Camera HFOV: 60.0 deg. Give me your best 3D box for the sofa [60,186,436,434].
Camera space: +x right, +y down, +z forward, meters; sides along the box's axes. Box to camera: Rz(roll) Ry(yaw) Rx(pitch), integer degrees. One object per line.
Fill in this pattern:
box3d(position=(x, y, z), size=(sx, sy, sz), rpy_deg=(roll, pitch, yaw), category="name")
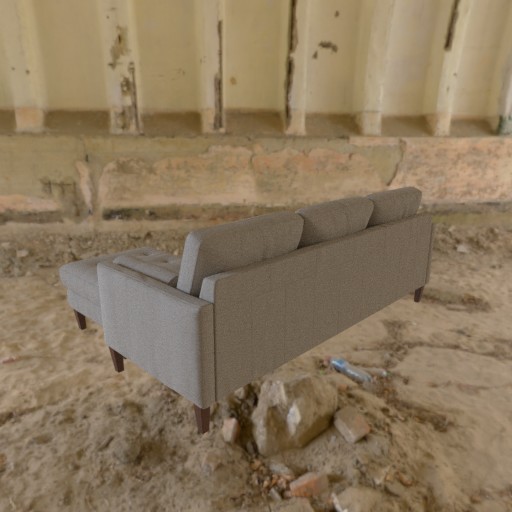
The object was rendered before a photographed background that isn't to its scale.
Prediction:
box3d(position=(0.000, 0.000, 2.971), size=(1.506, 0.875, 2.178), rpy_deg=(15, 22, 42), category="sofa")
